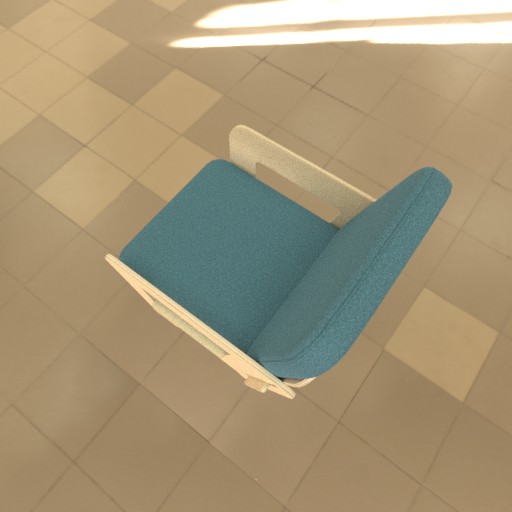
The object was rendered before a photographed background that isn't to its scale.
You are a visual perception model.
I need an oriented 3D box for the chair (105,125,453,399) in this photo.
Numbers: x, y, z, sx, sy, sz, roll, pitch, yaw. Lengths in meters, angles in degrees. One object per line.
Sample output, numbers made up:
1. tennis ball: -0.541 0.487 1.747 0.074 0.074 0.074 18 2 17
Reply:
1. chair: 0.000 0.000 1.183 0.657 0.747 0.547 33 68 16
